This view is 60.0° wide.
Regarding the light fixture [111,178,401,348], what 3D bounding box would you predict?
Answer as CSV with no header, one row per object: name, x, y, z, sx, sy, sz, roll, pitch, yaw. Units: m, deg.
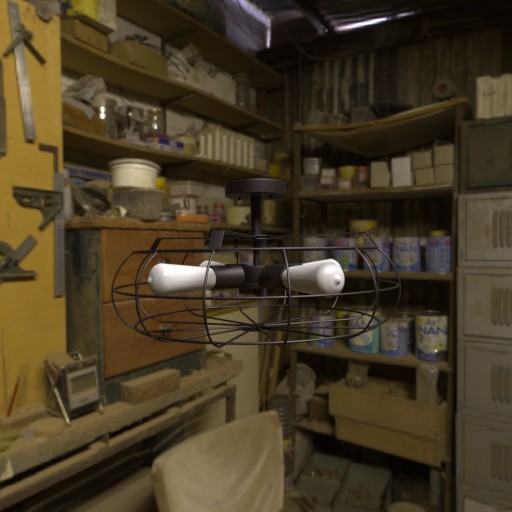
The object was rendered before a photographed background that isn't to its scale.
light fixture,0.000,0.000,0.946,0.582,0.311,0.582,0,1,0
